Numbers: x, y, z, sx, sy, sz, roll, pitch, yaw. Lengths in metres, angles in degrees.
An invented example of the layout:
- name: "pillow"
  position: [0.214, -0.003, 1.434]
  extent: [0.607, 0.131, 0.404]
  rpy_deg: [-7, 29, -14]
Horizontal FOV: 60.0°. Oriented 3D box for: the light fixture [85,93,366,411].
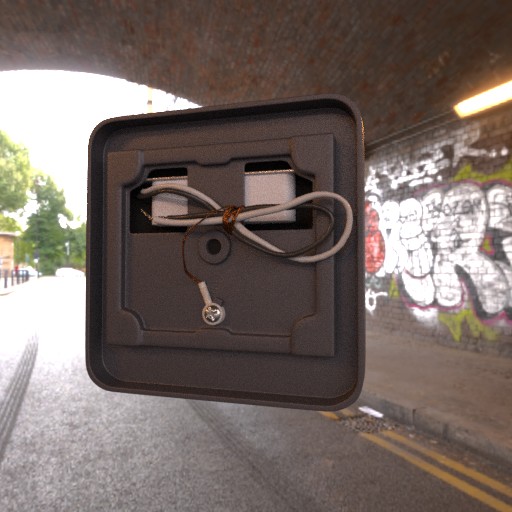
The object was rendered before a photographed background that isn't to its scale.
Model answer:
- name: "light fixture"
  position: [0.000, 0.000, 0.218]
  extent: [0.109, 0.109, 0.132]
  rpy_deg: [0, -1, 16]
